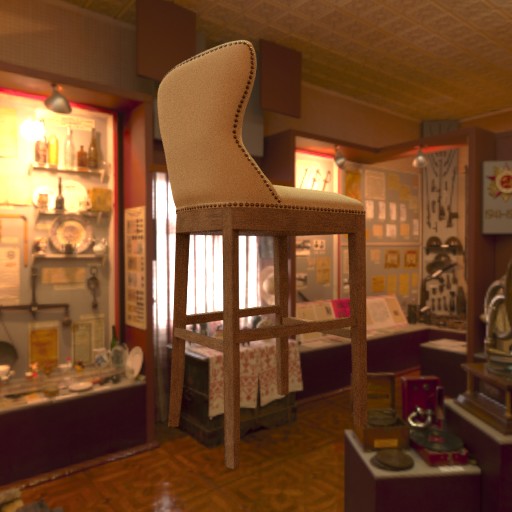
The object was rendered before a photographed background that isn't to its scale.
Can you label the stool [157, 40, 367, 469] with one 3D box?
[{"bbox_3d":[0.000,0.000,1.446,0.606,1.123,0.494,0,1,-37],"label":"stool"}]
